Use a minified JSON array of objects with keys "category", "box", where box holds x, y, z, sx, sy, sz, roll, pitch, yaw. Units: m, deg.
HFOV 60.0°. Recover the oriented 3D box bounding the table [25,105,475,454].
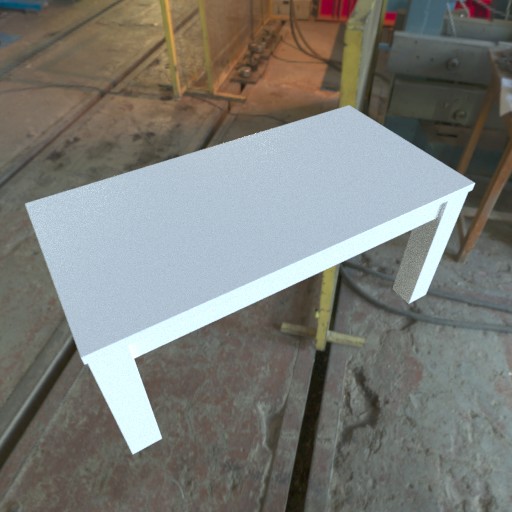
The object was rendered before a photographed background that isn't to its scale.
[{"category":"table","box":[0.000,0.000,2.251,1.800,0.790,0.900,-23,49,-21]}]
